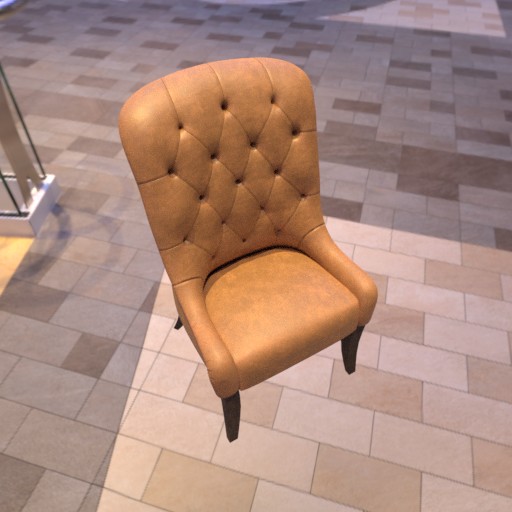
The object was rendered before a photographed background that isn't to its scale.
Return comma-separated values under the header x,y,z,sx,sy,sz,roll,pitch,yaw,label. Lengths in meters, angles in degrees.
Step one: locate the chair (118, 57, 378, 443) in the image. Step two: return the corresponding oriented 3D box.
x,y,z,sx,sy,sz,roll,pitch,yaw,label
0.000,0.000,1.499,0.634,1.091,0.629,-22,50,-20,chair
